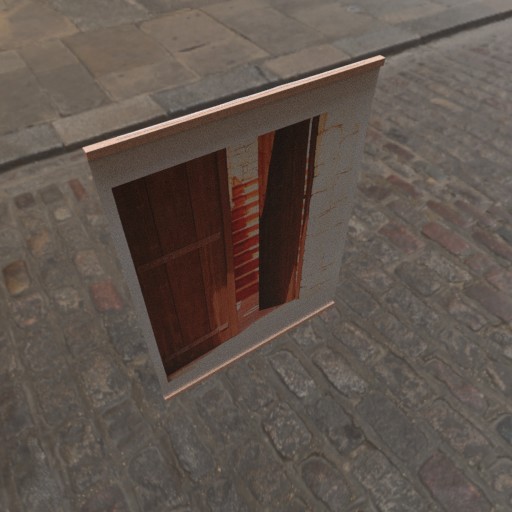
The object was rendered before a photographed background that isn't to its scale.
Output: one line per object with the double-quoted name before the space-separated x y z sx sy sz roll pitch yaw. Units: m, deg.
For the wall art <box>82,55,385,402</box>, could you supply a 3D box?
"wall art" 0.000 0.000 1.320 0.758 1.013 0.020 -26 51 -22
